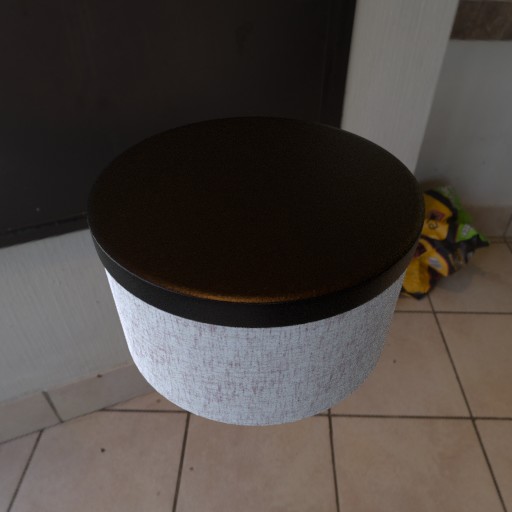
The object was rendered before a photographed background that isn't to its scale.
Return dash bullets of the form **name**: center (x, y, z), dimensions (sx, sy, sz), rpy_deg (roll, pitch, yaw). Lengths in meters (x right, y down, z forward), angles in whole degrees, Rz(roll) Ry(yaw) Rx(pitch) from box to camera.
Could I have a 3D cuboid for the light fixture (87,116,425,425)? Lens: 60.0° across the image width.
- **light fixture**: center (0.000, 0.000, 0.602), dimensions (0.389, 0.229, 0.389), rpy_deg (0, 41, 0)
